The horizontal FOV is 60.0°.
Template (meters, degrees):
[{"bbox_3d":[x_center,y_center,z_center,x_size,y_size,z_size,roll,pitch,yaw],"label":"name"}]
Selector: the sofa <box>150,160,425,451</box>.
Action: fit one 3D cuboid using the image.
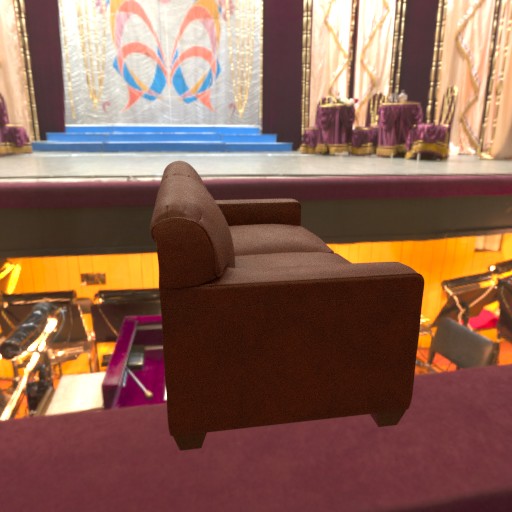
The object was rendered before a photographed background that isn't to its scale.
[{"bbox_3d":[0.000,0.000,2.434,1.000,0.966,1.856,-3,16,-10],"label":"sofa"}]
